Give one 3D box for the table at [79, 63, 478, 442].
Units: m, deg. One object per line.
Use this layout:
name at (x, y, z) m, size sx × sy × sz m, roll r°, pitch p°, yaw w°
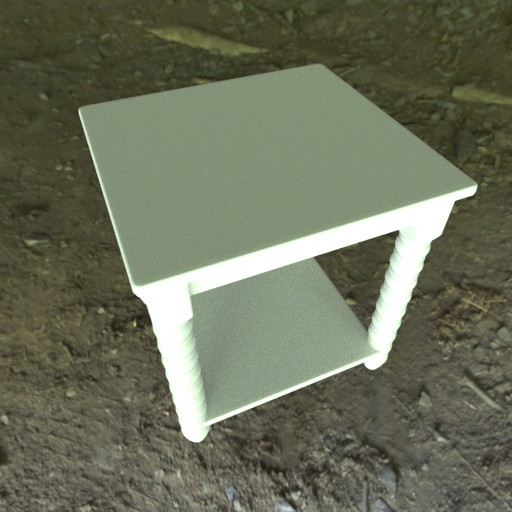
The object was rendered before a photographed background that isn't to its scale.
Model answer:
table at (0.000, 0.000, 0.962) m, size 0.533 × 0.563 × 0.500 m, roll -17°, pitch 48°, yaw -16°
